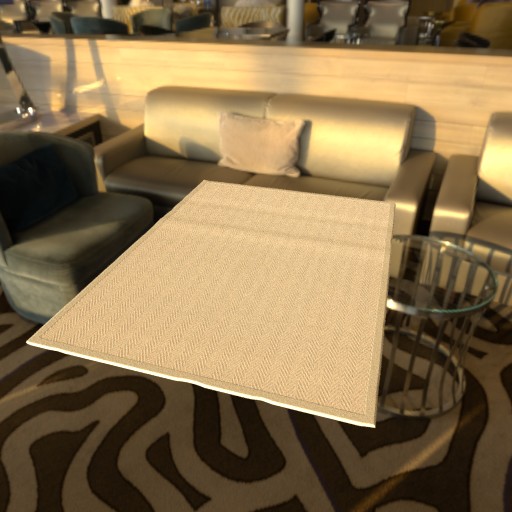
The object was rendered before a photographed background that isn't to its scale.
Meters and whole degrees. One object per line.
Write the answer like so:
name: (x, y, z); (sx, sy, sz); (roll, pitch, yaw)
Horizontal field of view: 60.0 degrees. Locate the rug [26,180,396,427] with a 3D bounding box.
rug: (0.000, 0.000, 4.692); (2.734, 0.037, 3.659); (9, 32, 15)
